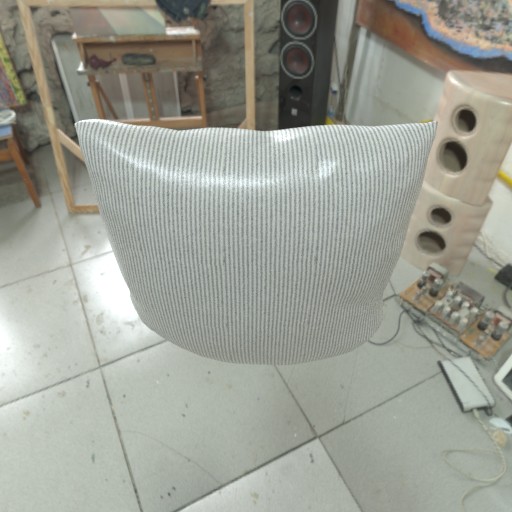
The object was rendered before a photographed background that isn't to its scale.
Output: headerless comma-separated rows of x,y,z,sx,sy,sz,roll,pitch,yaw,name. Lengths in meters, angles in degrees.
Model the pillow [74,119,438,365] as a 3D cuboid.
0.000,0.000,0.675,0.387,0.432,0.310,26,51,23,pillow
